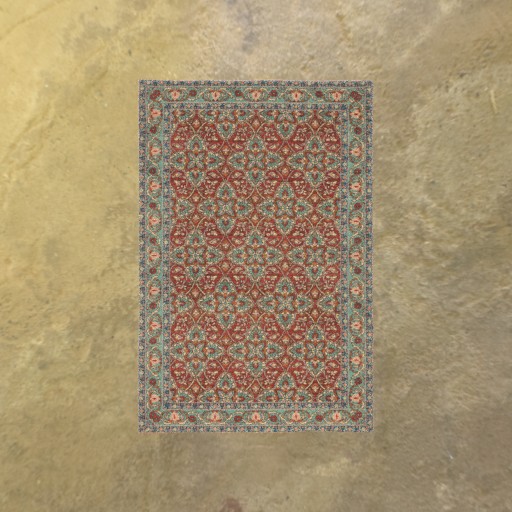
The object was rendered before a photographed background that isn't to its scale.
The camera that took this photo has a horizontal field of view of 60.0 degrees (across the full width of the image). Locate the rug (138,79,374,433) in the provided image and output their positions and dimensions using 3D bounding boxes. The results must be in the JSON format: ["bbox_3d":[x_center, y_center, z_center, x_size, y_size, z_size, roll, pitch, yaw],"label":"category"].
[{"bbox_3d":[0.000,0.000,2.295,1.219,0.009,1.829,0,90,-1],"label":"rug"}]
